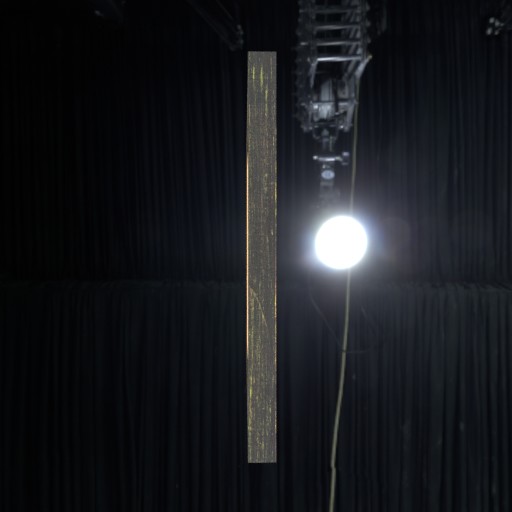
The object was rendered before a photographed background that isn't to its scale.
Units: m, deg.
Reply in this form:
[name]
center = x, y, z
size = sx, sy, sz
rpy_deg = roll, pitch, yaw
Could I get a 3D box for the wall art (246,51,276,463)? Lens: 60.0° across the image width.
[wall art]
center = 0.000, 0.000, 0.772
size = 0.032, 0.457, 0.558
rpy_deg = 0, 0, -1
